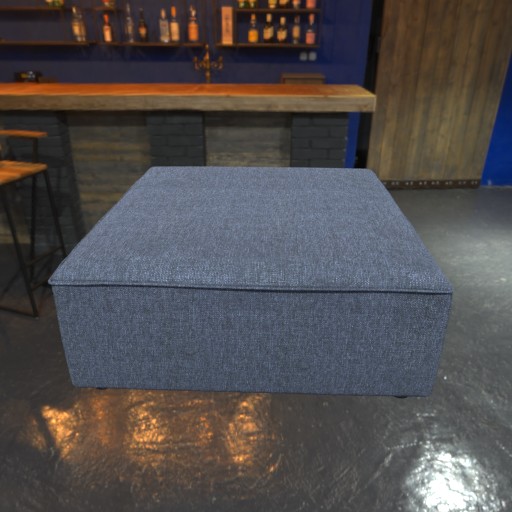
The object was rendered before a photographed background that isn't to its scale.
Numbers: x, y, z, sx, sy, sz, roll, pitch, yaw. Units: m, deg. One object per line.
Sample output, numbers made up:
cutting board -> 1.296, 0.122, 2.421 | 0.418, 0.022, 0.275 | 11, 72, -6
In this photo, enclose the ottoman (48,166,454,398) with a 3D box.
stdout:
ottoman -> 0.000, 0.000, 1.590 | 1.023, 0.423, 1.017 | 1, 27, 3
